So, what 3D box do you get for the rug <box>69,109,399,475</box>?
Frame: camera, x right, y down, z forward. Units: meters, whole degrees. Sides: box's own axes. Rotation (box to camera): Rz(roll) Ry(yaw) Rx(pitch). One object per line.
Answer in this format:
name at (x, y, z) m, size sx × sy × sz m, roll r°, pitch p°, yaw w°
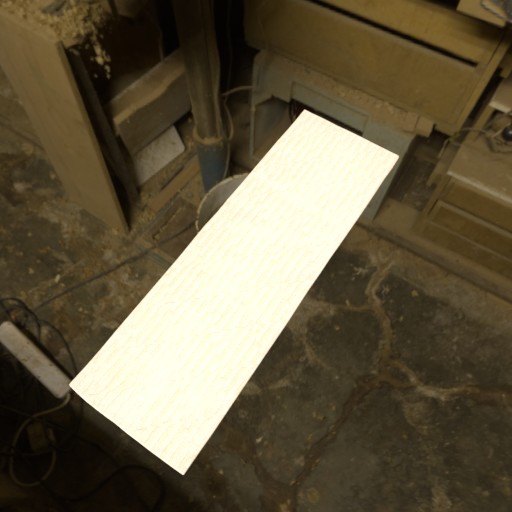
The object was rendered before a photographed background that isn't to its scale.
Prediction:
rug at (0.000, 0.000, 2.751) m, size 0.793 × 0.014 × 2.450 m, roll 31°, pitch 67°, yaw 15°
